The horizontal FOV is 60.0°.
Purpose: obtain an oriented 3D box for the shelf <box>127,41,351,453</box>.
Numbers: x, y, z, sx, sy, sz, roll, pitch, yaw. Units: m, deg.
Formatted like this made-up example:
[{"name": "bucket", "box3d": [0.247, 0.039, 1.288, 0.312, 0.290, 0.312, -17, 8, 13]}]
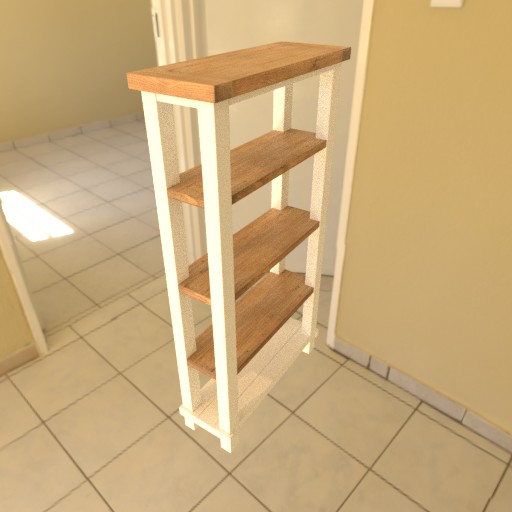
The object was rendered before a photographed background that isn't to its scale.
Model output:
[{"name": "shelf", "box3d": [0.000, 0.000, 2.278, 0.381, 1.878, 1.022, 20, 37, 28]}]
